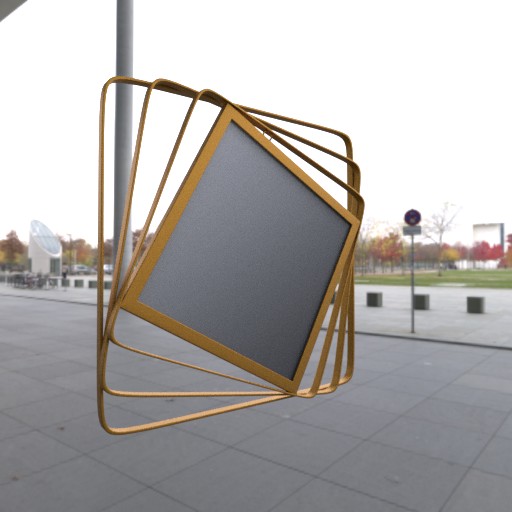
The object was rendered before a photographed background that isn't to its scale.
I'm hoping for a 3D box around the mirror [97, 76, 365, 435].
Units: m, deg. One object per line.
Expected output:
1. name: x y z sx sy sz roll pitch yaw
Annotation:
1. mirror: 0.000 0.000 0.681 0.470 0.468 0.045 1 -1 -36
